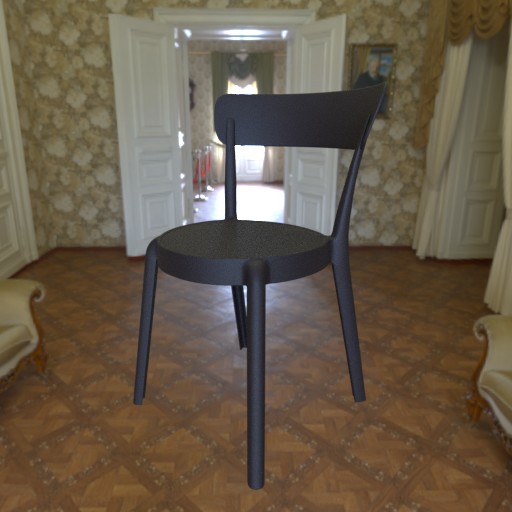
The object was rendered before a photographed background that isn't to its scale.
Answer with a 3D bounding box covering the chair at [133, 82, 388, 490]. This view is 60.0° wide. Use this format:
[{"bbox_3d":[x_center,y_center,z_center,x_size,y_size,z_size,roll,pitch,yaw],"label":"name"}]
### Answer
[{"bbox_3d":[0.000,0.000,1.089,0.506,0.790,0.491,14,21,41],"label":"chair"}]
